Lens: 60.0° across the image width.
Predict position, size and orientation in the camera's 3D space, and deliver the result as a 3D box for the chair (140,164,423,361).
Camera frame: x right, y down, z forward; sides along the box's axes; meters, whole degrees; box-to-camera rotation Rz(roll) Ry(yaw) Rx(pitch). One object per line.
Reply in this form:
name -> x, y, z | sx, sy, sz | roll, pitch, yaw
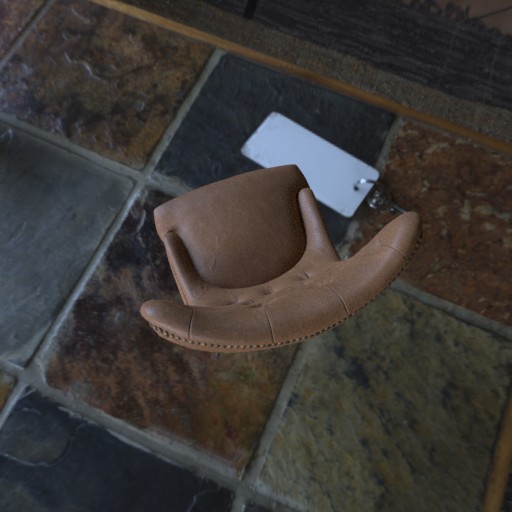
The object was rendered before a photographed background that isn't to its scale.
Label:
chair -> 0.000, 0.000, 1.428 | 0.611, 1.065, 0.669 | -19, 74, -6
